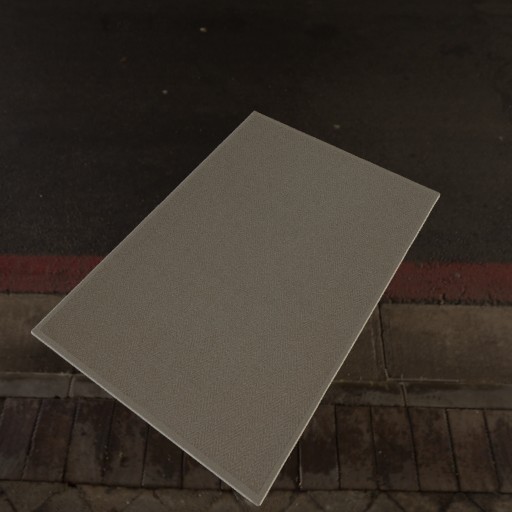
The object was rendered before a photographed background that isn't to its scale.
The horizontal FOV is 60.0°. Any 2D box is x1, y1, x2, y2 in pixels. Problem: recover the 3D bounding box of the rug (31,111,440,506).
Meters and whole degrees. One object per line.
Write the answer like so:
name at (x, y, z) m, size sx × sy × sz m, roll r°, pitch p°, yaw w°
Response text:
rug at (0.000, 0.000, 2.745) m, size 1.532 × 0.017 × 2.244 m, roll 29°, pitch 62°, yaw 18°
